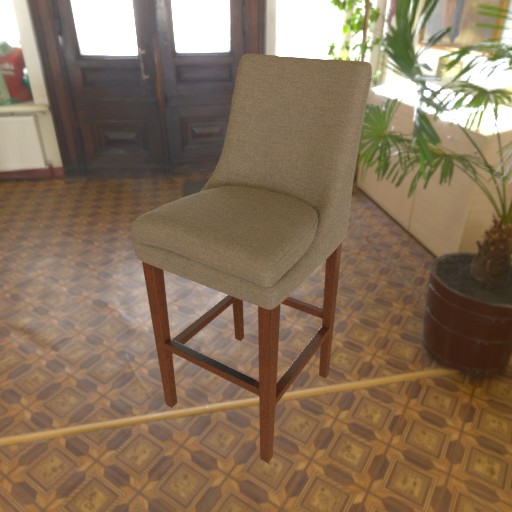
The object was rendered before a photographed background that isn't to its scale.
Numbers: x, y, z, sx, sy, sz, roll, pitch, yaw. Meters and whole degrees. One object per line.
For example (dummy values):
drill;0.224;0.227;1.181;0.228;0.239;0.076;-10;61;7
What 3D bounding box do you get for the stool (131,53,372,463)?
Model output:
stool;0.000;0.000;1.361;0.470;1.078;0.577;18;34;28
